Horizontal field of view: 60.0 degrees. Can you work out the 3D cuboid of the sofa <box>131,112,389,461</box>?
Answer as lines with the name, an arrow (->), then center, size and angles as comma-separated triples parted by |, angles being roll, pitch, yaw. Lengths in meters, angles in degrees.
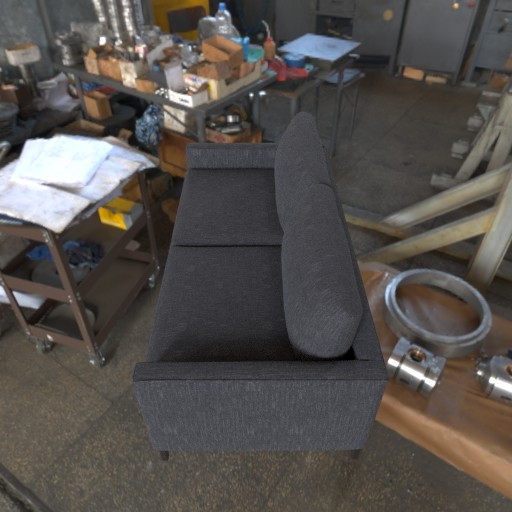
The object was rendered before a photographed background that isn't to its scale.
sofa -> 0.000, 0.000, 2.199 | 0.866, 0.862, 1.716 | 0, 41, 0
